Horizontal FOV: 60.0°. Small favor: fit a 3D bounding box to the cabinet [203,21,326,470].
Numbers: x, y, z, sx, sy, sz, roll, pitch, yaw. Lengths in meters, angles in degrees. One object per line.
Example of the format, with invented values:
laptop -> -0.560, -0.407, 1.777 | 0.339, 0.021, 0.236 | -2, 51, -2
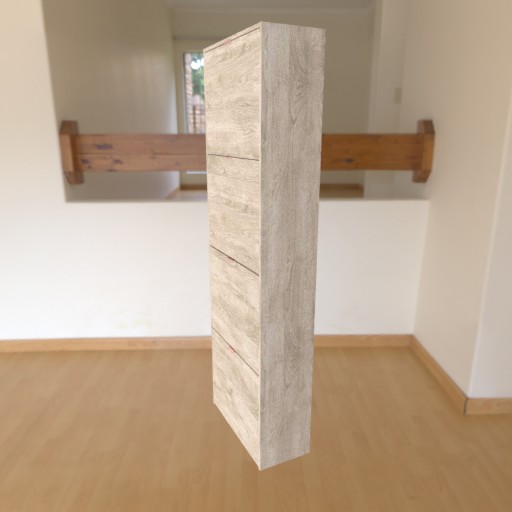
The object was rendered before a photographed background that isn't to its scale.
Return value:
cabinet -> 0.000, 0.000, 1.830 | 0.250, 1.630, 0.520 | -7, 17, -25
